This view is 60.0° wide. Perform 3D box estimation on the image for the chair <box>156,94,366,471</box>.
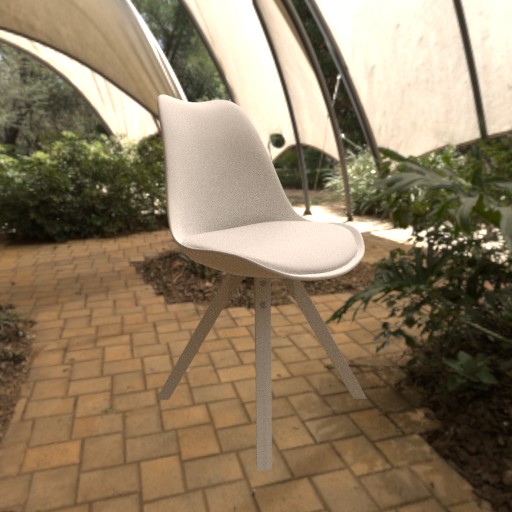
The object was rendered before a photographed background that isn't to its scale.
[{"bbox_3d":[0.000,0.000,1.208,0.550,0.850,0.485,14,20,43],"label":"chair"}]
